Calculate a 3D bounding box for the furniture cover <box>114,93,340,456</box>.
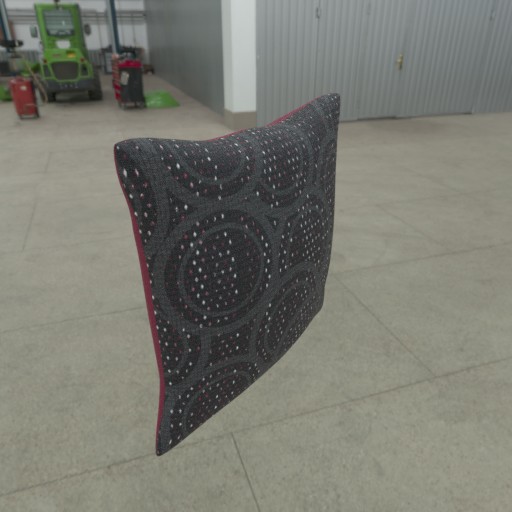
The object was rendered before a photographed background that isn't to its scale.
[{"bbox_3d":[0.000,0.000,0.804,0.193,0.509,0.552,18,32,31],"label":"furniture cover"}]
